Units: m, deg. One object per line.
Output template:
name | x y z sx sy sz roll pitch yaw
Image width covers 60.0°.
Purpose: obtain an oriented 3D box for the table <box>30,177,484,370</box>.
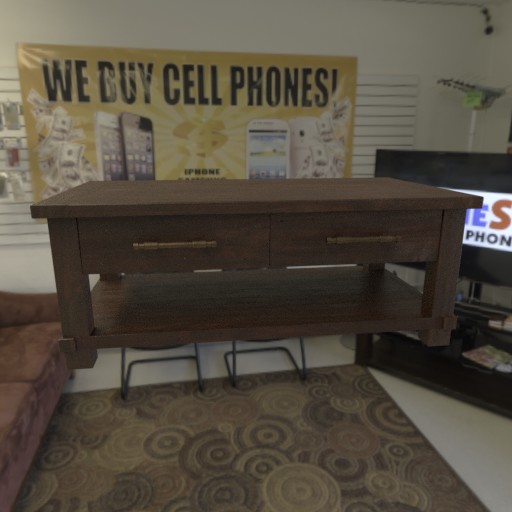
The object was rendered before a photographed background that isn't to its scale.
table | 0.000 0.000 1.608 1.270 0.494 0.700 -2 15 -7
